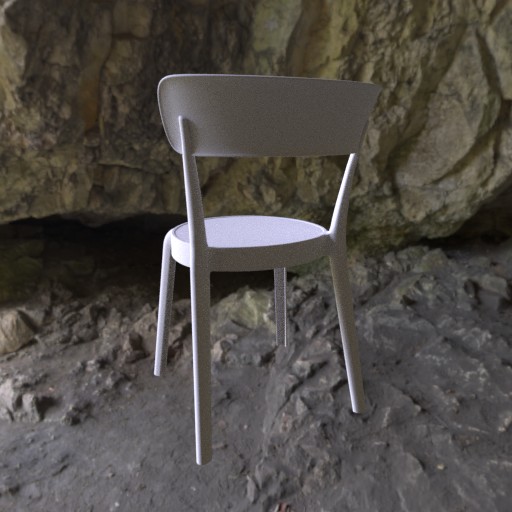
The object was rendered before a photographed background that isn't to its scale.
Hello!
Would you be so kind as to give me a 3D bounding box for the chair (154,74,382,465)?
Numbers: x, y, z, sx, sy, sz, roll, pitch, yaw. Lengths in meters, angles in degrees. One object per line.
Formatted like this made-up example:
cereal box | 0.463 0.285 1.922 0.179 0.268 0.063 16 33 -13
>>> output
chair | 0.000 0.000 1.110 0.506 0.790 0.491 -7 17 -25
